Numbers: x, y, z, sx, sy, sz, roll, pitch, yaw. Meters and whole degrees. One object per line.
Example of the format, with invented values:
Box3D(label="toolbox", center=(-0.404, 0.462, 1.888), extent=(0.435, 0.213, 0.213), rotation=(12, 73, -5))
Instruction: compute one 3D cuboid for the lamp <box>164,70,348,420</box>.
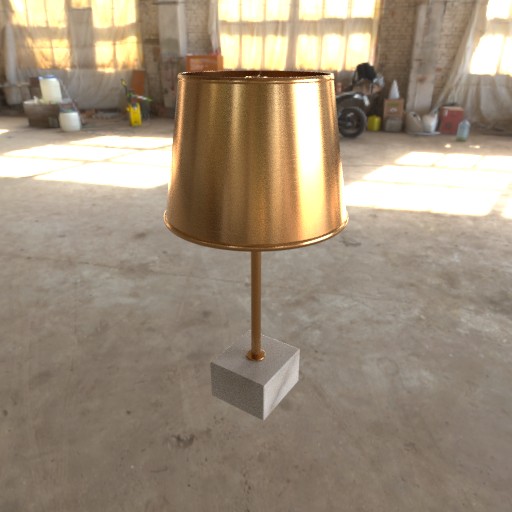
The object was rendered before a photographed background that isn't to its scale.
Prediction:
Box3D(label="lamp", center=(0.000, 0.000, 0.533), extent=(0.208, 0.406, 0.208), rotation=(0, 25, 0))
